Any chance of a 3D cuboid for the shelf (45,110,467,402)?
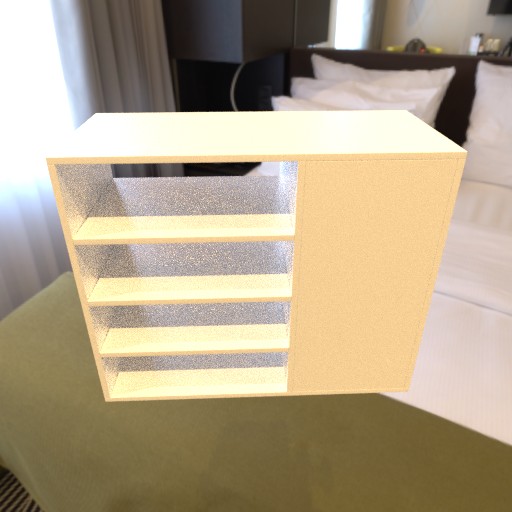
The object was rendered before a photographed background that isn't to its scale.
[{"bbox_3d":[0.000,0.000,1.293,0.895,0.732,0.396,-1,31,-2],"label":"shelf"}]
